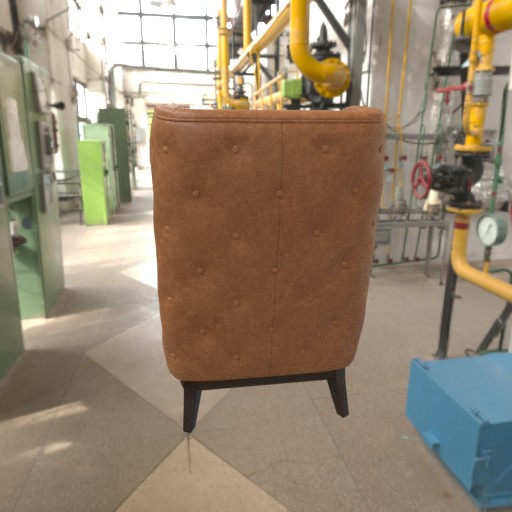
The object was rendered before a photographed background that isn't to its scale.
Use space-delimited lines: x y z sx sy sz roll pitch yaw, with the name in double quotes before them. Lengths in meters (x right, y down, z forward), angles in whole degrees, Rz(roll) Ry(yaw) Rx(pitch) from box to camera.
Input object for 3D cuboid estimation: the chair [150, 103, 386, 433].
"chair" 0.000 0.000 1.700 0.766 1.079 0.899 -2 15 -9
